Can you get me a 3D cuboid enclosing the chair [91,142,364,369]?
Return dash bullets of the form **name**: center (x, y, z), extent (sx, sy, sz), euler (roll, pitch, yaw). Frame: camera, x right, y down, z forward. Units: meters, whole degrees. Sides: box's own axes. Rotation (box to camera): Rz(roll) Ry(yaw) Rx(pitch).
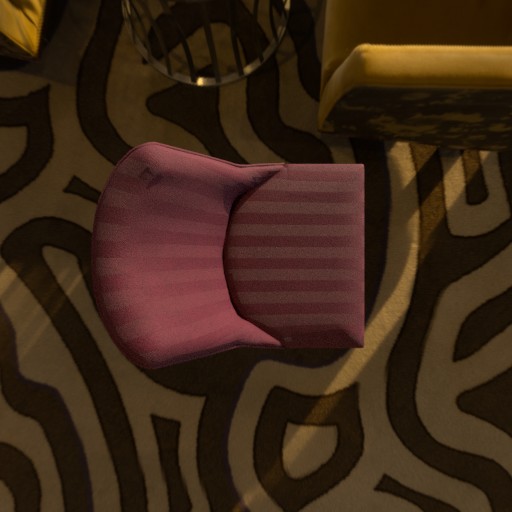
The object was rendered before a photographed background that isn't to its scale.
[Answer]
- **chair**: center (0.000, 0.000, 1.285), extent (0.638, 0.916, 0.548), euler (0, 90, 0)
